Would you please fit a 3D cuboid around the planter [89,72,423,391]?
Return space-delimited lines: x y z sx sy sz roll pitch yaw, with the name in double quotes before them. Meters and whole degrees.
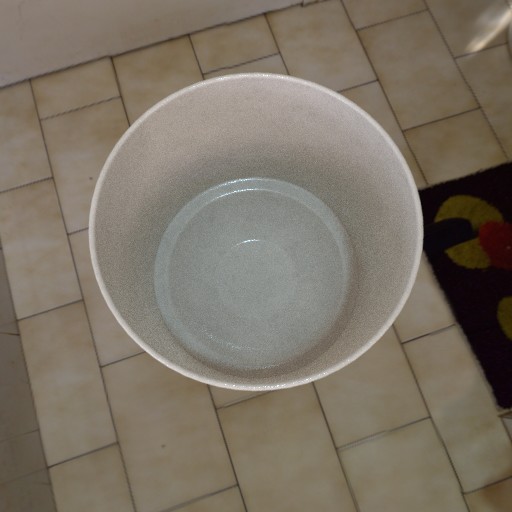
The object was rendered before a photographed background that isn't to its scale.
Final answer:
"planter" 0.000 0.000 0.339 0.190 0.181 0.190 0 76 0
